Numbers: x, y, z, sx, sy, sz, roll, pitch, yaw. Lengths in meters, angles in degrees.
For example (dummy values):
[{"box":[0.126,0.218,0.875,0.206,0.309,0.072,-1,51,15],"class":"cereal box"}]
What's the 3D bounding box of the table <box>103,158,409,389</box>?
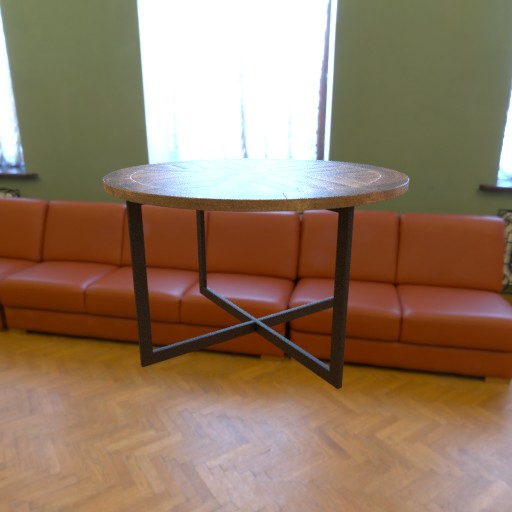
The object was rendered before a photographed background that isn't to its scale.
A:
[{"box":[0.000,0.000,2.041,1.264,0.762,1.264,0,18,0],"class":"table"}]
